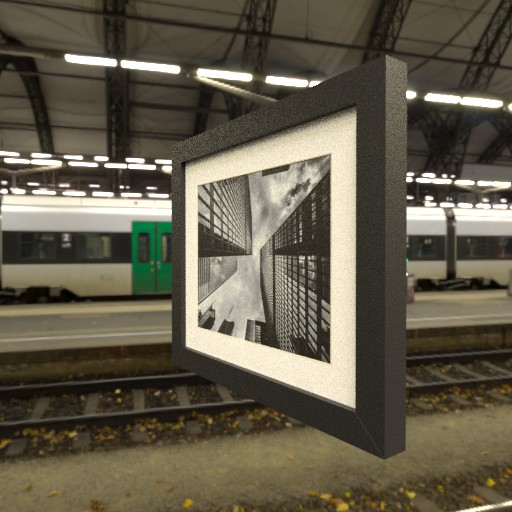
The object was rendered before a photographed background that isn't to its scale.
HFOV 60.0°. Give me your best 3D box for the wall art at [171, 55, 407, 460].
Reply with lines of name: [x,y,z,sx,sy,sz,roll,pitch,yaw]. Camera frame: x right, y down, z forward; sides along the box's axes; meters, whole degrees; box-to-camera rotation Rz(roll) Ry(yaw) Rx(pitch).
wall art: [0.000,0.000,0.512,0.028,0.321,0.381,0,1,-37]
